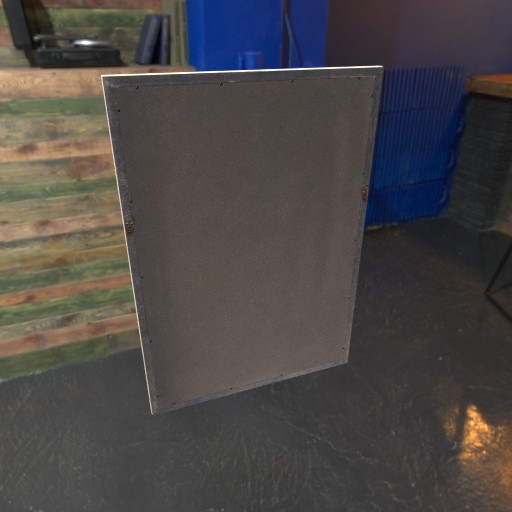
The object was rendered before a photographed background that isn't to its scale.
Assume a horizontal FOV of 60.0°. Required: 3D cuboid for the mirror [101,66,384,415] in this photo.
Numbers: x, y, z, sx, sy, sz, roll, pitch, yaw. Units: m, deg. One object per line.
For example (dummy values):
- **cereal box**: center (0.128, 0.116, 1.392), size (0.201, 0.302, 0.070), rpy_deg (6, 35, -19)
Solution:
- **mirror**: center (0.000, 0.000, 1.285), size (0.705, 0.996, 0.025), rpy_deg (-10, 29, -18)
